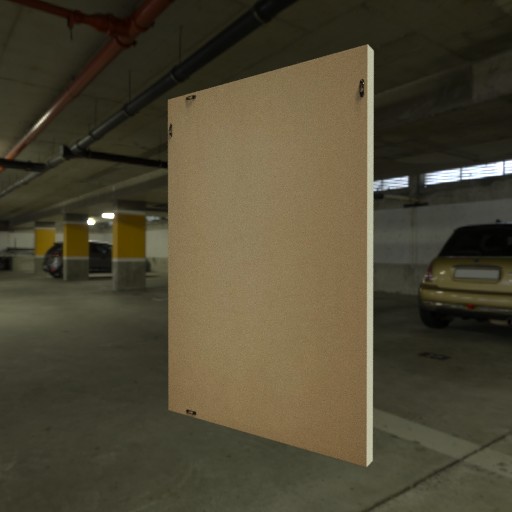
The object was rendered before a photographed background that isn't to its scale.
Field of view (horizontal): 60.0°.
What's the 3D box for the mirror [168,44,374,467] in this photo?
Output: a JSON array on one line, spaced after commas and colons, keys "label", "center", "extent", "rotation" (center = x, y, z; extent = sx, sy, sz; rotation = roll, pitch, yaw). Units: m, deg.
[{"label": "mirror", "center": [0.000, 0.000, 1.146], "extent": [0.609, 0.914, 0.041], "rotation": [0, 1, 35]}]
